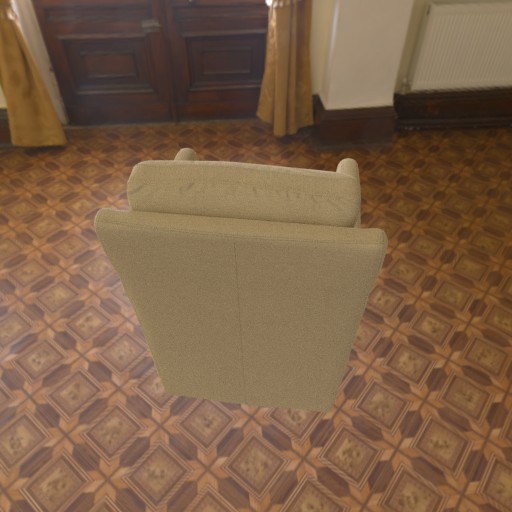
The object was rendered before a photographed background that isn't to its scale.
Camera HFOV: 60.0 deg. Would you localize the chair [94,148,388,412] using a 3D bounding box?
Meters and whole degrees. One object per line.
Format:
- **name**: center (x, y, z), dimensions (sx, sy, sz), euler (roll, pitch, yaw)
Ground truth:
- **chair**: center (0.000, 0.000, 1.380), dimensions (0.626, 0.914, 0.694), euler (5, 45, 5)
